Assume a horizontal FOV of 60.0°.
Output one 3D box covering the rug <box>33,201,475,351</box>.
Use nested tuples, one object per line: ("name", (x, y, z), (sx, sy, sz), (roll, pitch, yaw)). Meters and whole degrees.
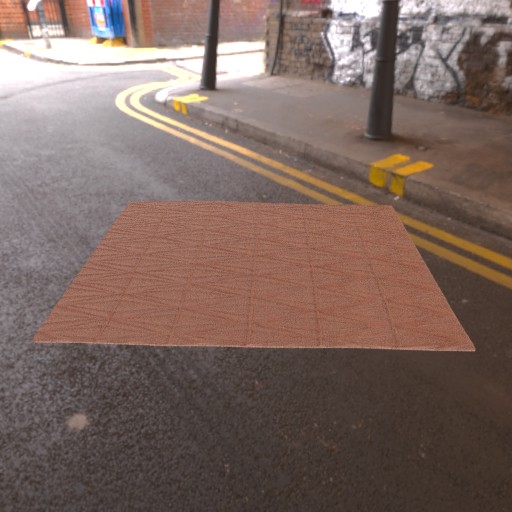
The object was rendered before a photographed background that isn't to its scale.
("rug", (0.000, 0.000, 4.084), (3.052, 0.043, 2.453), (1, 30, 2))
